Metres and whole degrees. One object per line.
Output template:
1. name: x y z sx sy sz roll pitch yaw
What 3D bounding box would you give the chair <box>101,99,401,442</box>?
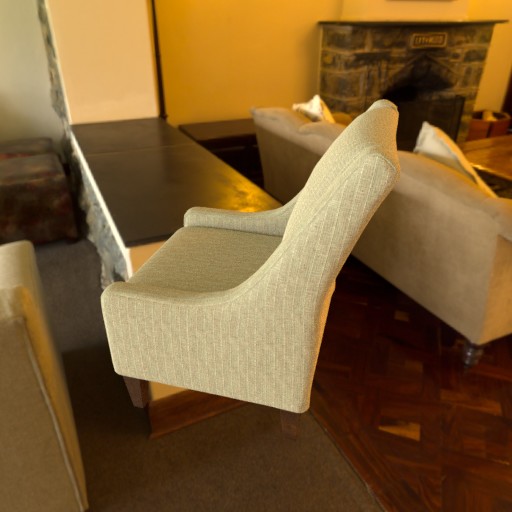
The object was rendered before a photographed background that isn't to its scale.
1. chair: 0.000 0.000 1.617 0.870 1.014 0.774 7 30 13
